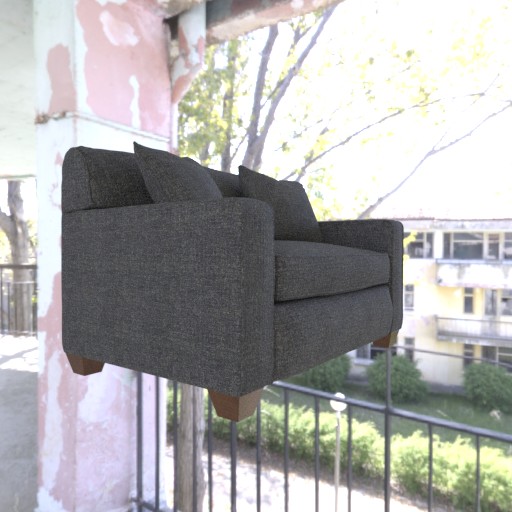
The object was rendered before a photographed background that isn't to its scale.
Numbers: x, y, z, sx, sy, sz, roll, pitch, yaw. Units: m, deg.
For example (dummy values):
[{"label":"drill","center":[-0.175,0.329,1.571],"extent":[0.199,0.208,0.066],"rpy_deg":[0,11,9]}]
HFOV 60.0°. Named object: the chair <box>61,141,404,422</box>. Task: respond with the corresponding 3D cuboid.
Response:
[{"label":"chair","center":[0.000,0.000,2.066],"extent":[1.000,0.948,1.383],"rpy_deg":[1,1,37]}]
